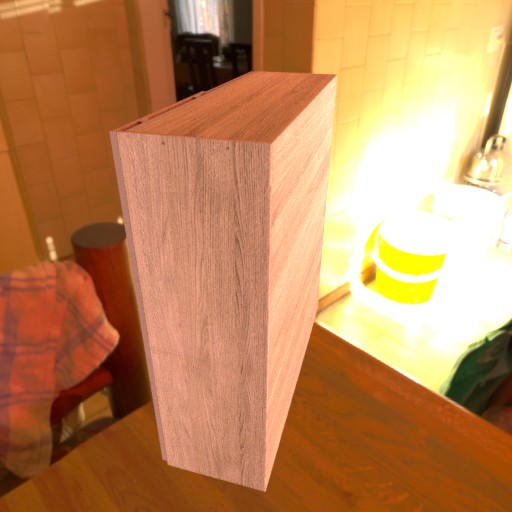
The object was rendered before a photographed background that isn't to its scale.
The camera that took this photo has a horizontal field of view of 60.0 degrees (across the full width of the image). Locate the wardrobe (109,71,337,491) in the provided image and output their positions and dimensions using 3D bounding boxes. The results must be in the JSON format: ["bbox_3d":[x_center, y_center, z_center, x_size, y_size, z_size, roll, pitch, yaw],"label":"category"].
[{"bbox_3d":[0.000,0.000,2.810,0.629,1.960,1.780,8,31,14],"label":"wardrobe"}]
